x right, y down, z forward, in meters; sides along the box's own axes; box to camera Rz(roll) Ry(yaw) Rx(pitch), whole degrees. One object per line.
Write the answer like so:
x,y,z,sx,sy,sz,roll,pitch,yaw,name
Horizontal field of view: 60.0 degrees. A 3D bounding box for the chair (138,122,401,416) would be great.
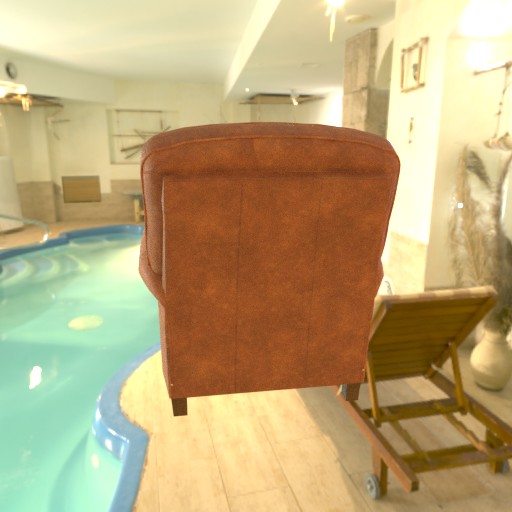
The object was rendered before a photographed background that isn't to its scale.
0.000,0.000,1.823,0.936,1.018,0.986,-2,13,-9,chair
